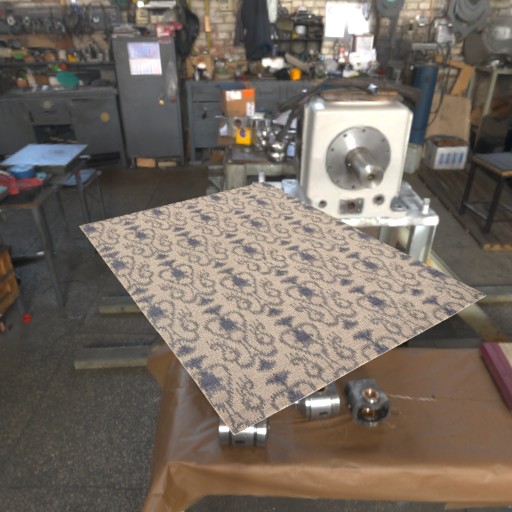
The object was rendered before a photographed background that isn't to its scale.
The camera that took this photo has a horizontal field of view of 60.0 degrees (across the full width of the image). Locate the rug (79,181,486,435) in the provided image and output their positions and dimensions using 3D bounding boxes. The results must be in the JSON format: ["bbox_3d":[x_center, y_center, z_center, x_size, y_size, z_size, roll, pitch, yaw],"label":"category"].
[{"bbox_3d":[0.000,0.000,4.208,2.437,0.015,3.205,-19,35,-29],"label":"rug"}]
